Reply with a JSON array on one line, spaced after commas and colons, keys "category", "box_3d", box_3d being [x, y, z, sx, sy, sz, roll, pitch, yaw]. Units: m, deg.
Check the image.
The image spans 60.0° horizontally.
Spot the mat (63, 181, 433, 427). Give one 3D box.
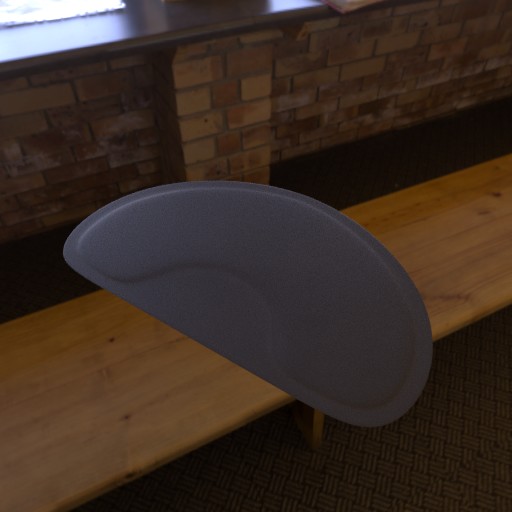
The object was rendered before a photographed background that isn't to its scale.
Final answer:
[{"category": "mat", "box_3d": [0.000, 0.000, 1.813, 1.524, 0.013, 0.913, 24, 51, 22]}]
